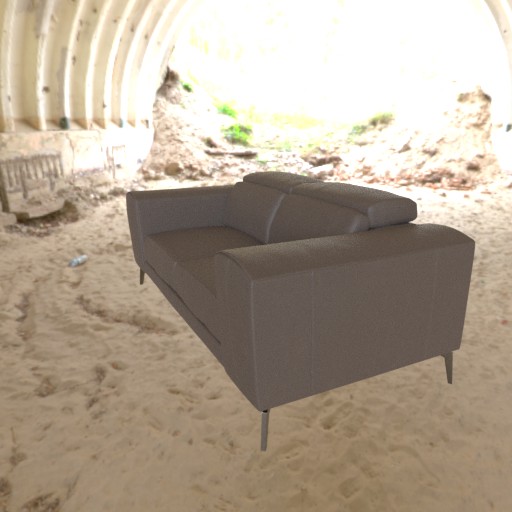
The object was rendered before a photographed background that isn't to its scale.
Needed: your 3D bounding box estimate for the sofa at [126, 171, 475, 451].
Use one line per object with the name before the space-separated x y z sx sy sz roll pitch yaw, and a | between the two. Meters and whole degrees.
sofa | 0.000 0.000 2.369 1.003 0.779 1.895 -8 18 -26
